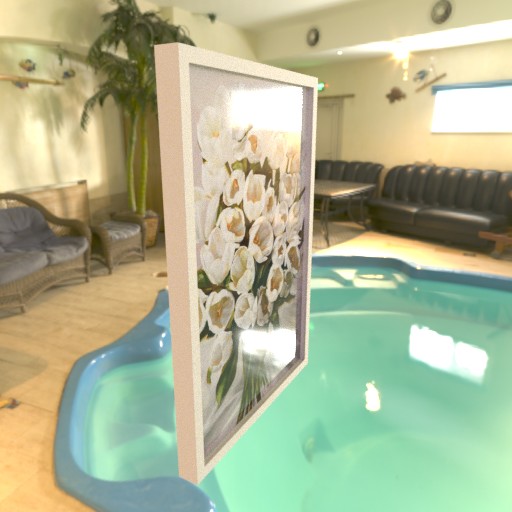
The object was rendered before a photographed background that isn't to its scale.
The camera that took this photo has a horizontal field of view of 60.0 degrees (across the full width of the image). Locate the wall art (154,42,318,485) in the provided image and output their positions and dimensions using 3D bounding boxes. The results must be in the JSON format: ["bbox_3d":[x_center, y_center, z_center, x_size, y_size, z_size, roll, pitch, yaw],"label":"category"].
[{"bbox_3d":[0.000,0.000,0.538,0.025,0.428,0.293,9,18,28],"label":"wall art"}]
